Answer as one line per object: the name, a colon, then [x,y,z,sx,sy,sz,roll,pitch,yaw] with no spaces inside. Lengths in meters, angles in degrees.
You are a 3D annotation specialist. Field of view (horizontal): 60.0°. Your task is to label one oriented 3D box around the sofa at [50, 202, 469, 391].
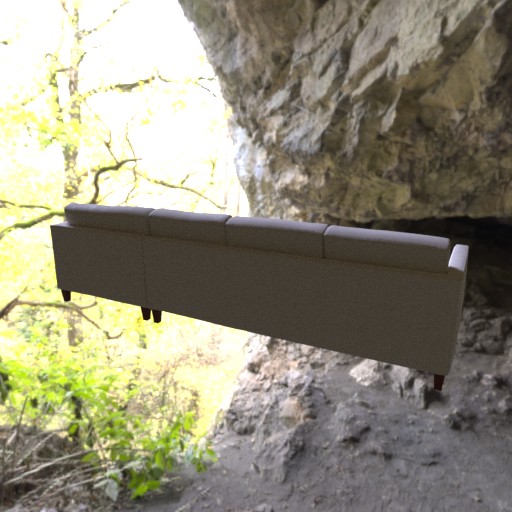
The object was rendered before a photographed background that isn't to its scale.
sofa: [0.000,0.000,4.026,3.471,0.954,1.599,8,17,26]
